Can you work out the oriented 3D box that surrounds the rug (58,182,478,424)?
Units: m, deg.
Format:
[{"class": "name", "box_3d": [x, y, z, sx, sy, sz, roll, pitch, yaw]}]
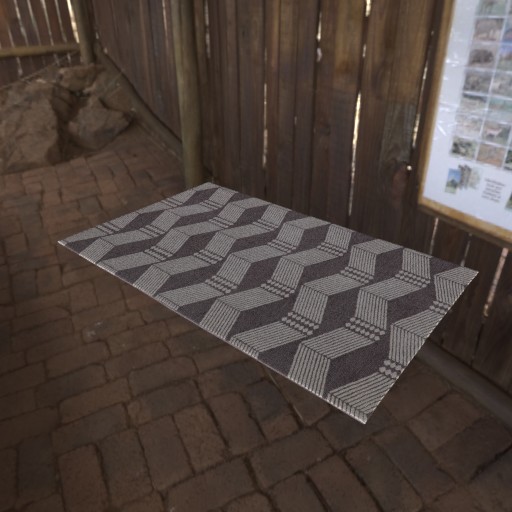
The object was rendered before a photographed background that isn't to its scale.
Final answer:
[{"class": "rug", "box_3d": [0.000, 0.000, 3.001, 2.435, 0.011, 1.517, 23, 38, 34]}]
